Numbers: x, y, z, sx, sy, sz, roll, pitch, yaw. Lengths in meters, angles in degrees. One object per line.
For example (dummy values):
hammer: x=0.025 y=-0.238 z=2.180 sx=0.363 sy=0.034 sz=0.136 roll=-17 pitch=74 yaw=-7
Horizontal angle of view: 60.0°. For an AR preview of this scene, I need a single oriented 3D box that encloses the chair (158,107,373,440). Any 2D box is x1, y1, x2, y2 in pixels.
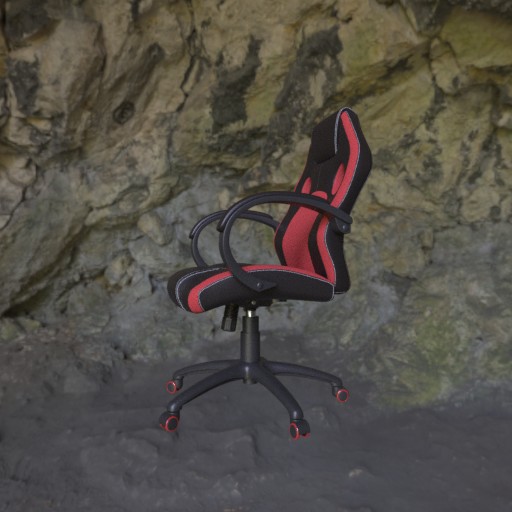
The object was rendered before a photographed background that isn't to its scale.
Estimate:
chair: x=0.000 y=0.000 z=1.762 sx=0.783 sy=1.189 sz=0.750 roll=0 pitch=0 yaw=-17
